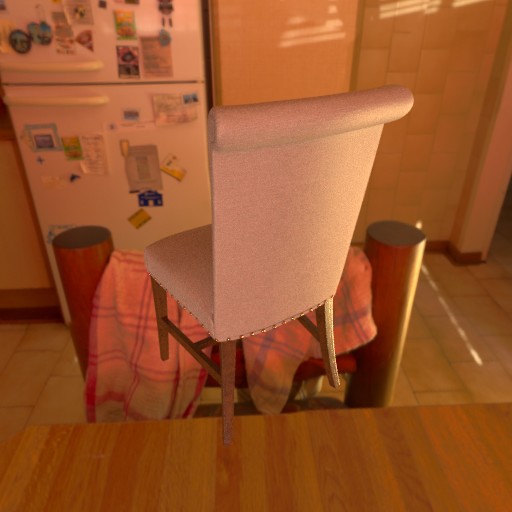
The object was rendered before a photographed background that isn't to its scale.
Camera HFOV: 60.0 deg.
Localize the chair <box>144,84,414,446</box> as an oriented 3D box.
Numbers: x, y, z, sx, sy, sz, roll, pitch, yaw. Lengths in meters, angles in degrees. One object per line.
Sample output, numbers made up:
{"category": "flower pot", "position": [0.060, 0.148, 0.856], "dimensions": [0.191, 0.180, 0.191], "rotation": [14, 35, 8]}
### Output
{"category": "chair", "position": [0.000, 0.000, 1.324], "dimensions": [0.513, 0.988, 0.608], "rotation": [-18, 34, -28]}
